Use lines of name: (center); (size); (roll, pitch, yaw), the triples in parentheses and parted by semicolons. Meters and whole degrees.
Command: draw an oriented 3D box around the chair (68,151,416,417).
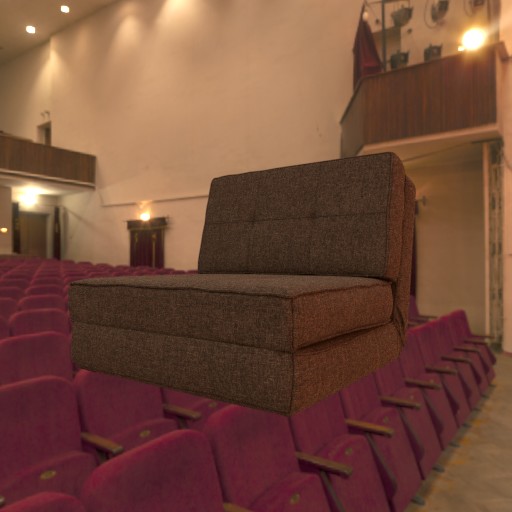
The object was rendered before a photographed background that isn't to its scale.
chair: (0.000, 0.000, 1.324); (0.740, 0.615, 0.800); (-1, -1, 36)
